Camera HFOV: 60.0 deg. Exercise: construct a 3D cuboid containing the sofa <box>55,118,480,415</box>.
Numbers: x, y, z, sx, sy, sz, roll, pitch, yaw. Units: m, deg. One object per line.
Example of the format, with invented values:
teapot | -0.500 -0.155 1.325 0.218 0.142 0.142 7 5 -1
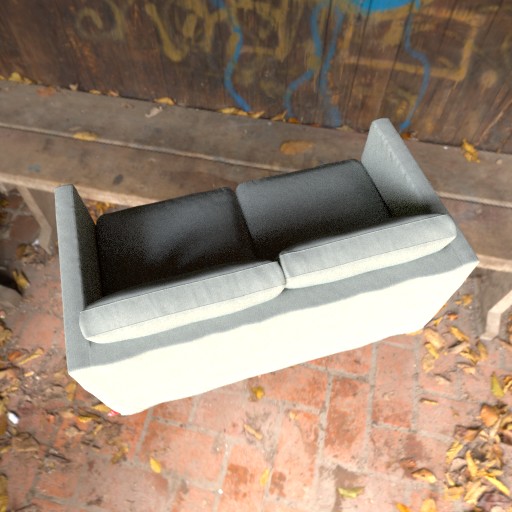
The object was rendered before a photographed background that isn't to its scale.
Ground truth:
sofa | 0.000 0.000 2.198 1.727 0.830 0.944 -14 60 -8
